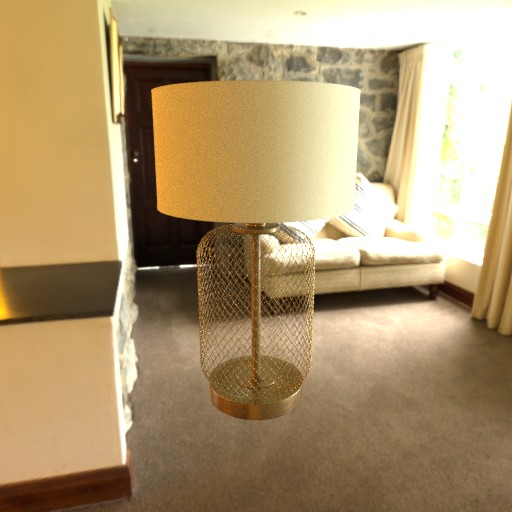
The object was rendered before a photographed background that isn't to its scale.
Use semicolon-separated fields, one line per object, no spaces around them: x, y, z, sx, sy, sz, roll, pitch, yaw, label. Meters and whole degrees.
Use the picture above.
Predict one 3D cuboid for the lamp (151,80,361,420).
0.000;0.000;0.836;0.353;0.578;0.353;0;15;0;lamp
